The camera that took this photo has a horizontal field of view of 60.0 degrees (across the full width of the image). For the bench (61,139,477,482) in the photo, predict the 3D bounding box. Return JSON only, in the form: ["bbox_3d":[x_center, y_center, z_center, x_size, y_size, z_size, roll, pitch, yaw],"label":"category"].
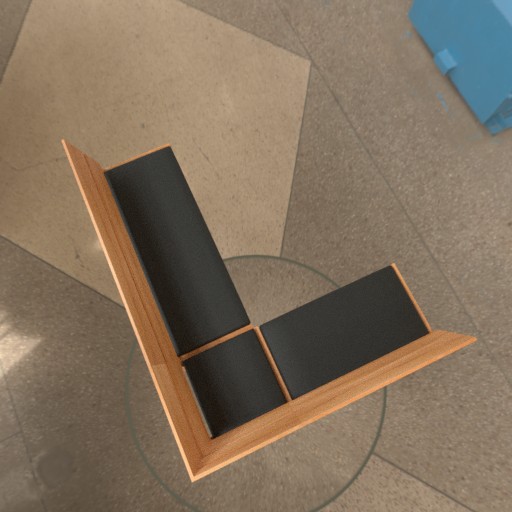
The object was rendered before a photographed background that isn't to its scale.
[{"bbox_3d":[0.000,0.000,2.796,1.548,0.890,1.948,-24,76,-6],"label":"bench"}]
